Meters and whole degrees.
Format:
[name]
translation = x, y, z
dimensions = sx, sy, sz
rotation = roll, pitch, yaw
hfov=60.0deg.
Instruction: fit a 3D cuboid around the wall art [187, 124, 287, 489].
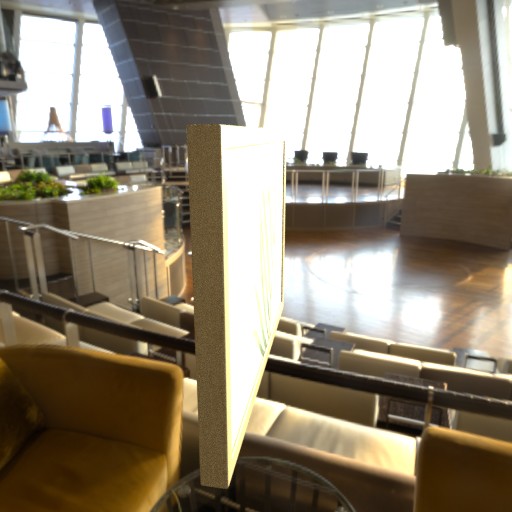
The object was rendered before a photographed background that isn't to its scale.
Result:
[wall art]
translation = 0.000, 0.000, 0.688
dimensions = 0.032, 0.381, 0.533
rotation = 3, 16, 10
